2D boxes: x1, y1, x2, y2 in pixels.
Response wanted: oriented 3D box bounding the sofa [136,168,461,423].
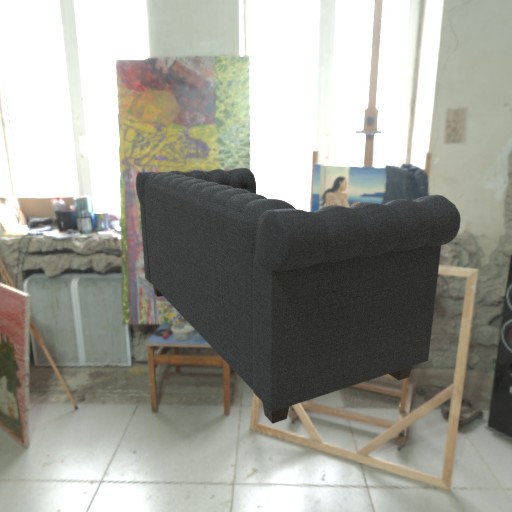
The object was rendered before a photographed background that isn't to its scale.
[{"bbox_3d":[0.000,0.000,2.286,0.783,0.797,1.798,-8,17,-27],"label":"sofa"}]
